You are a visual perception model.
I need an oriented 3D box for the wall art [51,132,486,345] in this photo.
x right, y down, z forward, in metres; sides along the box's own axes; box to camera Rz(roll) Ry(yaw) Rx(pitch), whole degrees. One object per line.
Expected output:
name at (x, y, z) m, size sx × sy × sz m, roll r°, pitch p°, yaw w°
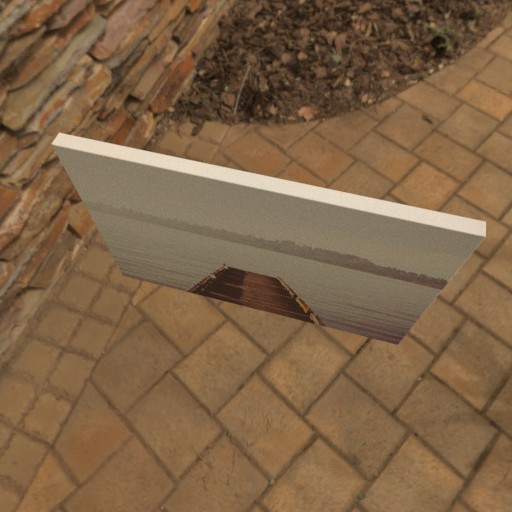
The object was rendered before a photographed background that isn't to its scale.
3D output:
wall art at (0.000, 0.000, 1.173) m, size 0.916 × 0.609 × 0.037 m, roll 13°, pitch 60°, yaw 8°
